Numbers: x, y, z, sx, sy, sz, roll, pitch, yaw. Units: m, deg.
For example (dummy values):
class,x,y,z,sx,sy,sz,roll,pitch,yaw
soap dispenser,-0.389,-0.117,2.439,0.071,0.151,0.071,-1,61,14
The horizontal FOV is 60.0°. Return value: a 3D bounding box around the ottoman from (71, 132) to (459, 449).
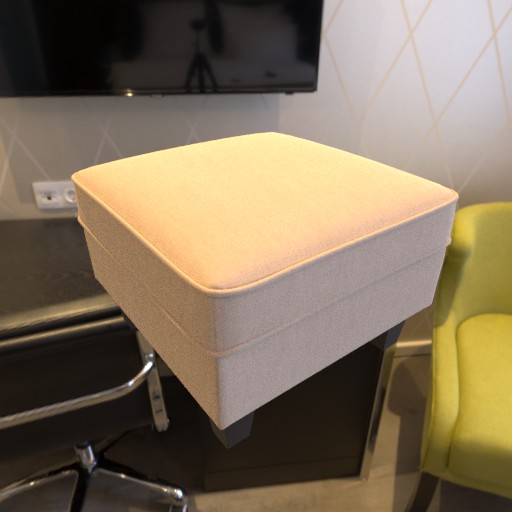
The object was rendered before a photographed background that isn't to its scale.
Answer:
class,x,y,z,sx,sy,sz,roll,pitch,yaw
ottoman,0.000,0.000,1.020,0.613,0.438,0.616,-20,36,-31
